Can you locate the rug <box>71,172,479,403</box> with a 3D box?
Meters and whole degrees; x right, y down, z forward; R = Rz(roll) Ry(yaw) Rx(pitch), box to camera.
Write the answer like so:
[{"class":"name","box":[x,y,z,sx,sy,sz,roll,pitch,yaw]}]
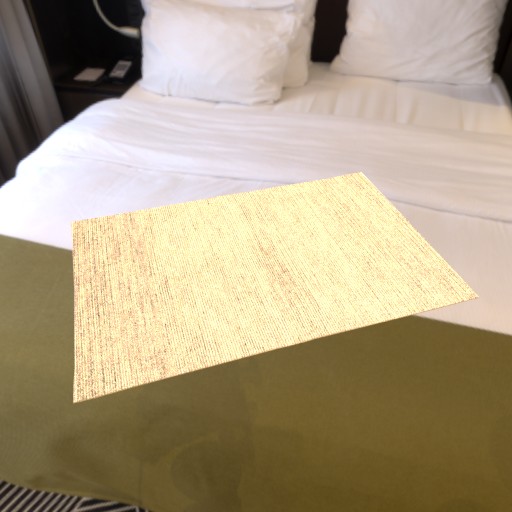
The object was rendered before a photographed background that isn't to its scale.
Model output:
[{"class":"rug","box":[0.000,0.000,2.220,1.773,0.021,1.149,-12,43,-13]}]
